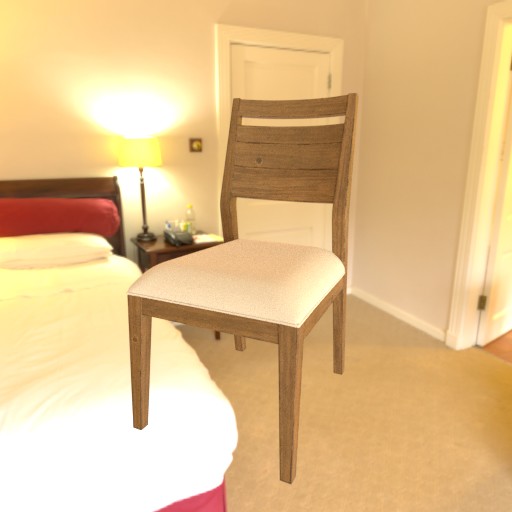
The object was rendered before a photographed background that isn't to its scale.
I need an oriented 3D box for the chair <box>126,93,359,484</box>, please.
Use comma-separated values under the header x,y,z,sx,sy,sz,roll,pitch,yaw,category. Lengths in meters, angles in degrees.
x,y,z,sx,sy,sz,roll,pitch,yaw,category
0.000,0.000,1.319,0.497,0.939,0.610,7,17,25,chair
